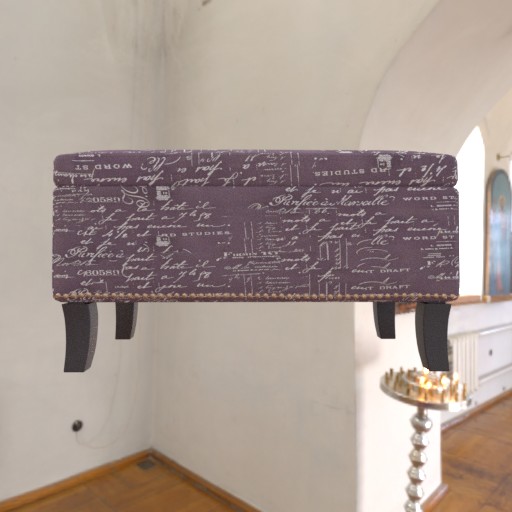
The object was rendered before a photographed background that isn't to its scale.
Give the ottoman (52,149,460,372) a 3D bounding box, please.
[{"bbox_3d":[0.000,0.000,1.061,0.813,0.457,0.406,0,0,-1],"label":"ottoman"}]
